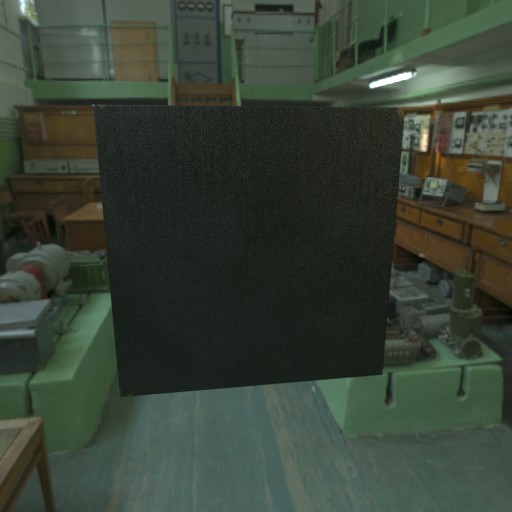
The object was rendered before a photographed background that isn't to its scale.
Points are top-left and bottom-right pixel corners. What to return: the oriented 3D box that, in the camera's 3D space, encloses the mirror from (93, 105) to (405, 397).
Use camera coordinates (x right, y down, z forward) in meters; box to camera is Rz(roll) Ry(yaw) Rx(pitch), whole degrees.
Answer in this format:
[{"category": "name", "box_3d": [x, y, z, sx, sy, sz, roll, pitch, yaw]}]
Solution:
[{"category": "mirror", "box_3d": [0.000, 0.000, 0.595, 0.382, 0.381, 0.020, -2, 16, -9]}]
